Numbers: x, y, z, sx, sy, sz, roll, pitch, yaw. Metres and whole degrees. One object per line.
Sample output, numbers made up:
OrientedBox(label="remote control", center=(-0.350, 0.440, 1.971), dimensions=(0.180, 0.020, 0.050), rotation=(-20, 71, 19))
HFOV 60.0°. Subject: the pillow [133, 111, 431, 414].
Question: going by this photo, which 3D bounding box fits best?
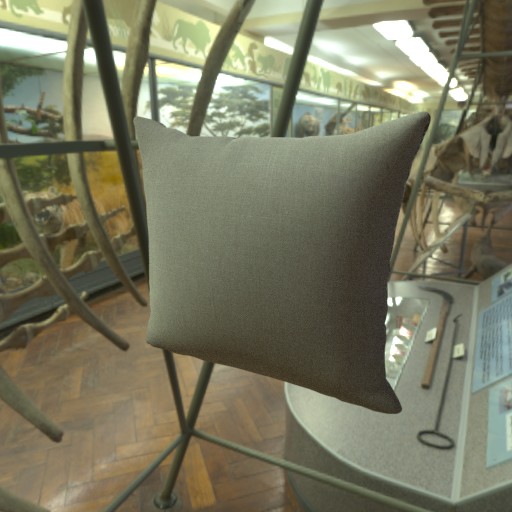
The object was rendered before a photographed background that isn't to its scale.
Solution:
OrientedBox(label="pillow", center=(0.000, 0.000, 0.795), dimensions=(0.546, 0.487, 0.180), rotation=(8, 17, 26))
